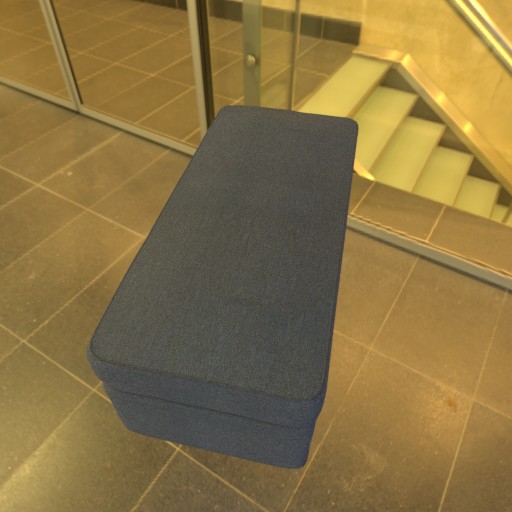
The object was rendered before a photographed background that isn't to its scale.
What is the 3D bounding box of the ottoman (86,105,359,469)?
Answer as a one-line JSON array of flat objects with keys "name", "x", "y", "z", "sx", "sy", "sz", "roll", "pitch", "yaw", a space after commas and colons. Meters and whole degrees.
[{"name": "ottoman", "x": 0.000, "y": 0.000, "z": 1.385, "sx": 0.515, "sy": 0.460, "sz": 1.110, "roll": 9, "pitch": 47, "yaw": 9}]
